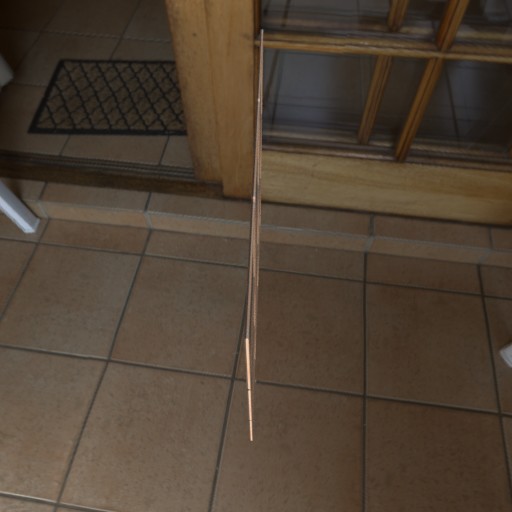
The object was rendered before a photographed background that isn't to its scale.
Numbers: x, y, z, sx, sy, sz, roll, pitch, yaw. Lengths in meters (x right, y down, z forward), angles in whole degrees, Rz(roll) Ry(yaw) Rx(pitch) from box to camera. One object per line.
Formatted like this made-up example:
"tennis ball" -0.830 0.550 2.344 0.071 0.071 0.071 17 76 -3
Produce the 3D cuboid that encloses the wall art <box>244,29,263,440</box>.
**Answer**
"wall art" 0.000 0.000 2.288 0.013 1.525 1.520 2 58 1
